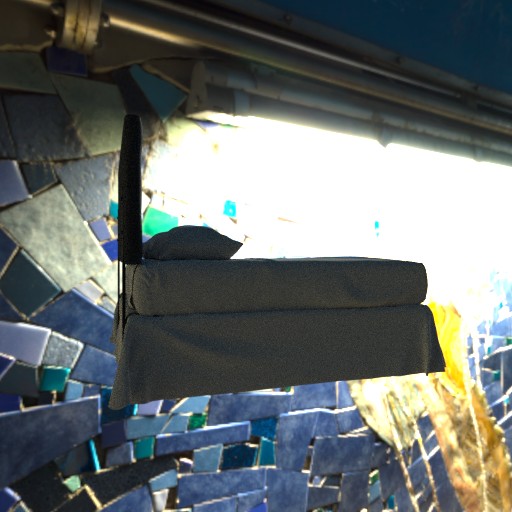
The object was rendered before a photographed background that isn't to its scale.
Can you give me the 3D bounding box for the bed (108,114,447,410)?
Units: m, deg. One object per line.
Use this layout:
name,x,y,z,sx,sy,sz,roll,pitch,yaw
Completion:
bed,0.000,0.000,3.515,2.222,1.577,1.936,0,0,-18
